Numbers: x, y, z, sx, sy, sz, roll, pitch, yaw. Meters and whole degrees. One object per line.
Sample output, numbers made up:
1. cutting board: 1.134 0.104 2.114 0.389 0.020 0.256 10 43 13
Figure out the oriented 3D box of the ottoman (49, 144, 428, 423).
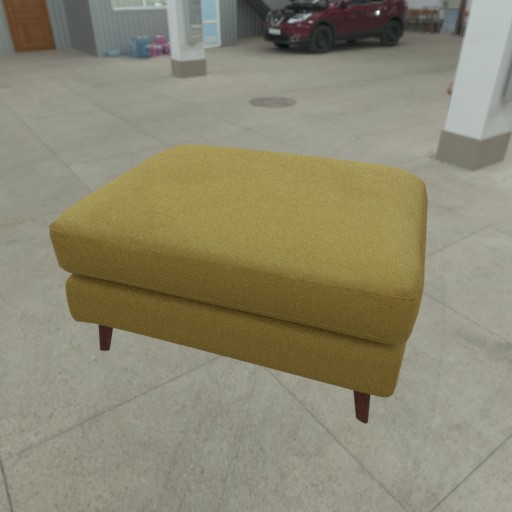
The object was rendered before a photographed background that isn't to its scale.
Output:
1. ottoman: 0.000 0.000 1.173 0.811 0.449 0.608 10 33 16
